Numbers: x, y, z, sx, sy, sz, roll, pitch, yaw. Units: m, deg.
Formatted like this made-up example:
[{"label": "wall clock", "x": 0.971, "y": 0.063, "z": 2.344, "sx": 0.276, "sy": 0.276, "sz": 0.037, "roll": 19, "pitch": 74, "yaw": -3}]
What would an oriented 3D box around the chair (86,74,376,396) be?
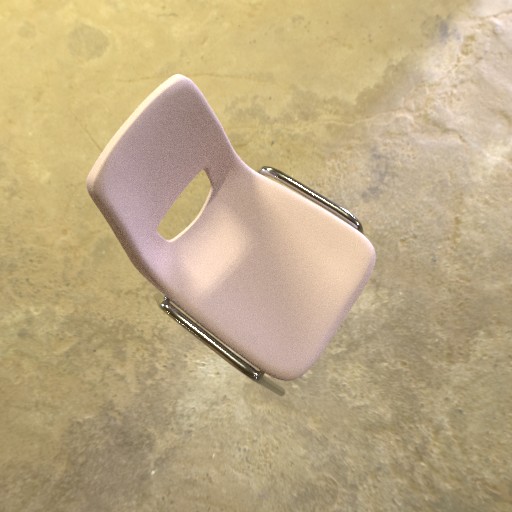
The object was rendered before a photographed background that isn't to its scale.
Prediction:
[{"label": "chair", "x": 0.000, "y": 0.000, "z": 0.776, "sx": 0.385, "sy": 0.537, "sz": 0.354, "roll": 34, "pitch": 78, "yaw": 8}]
